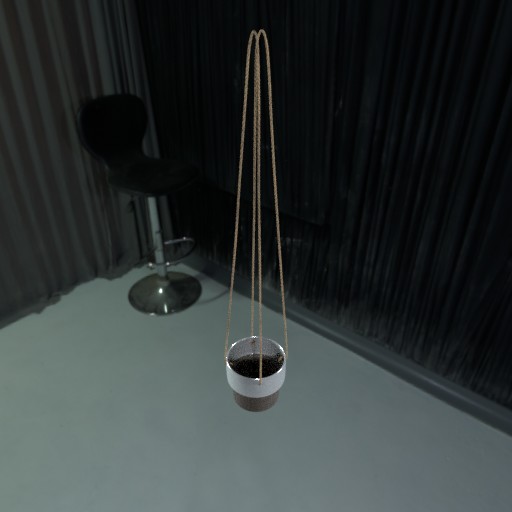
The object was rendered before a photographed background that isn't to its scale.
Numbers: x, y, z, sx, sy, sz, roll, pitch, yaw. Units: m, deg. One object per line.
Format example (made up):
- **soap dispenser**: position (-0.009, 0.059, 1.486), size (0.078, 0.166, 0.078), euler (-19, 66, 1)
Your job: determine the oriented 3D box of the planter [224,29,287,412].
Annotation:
- **planter**: position (0.000, 0.000, 1.176), size (0.187, 1.073, 0.187), euler (22, 39, 31)
